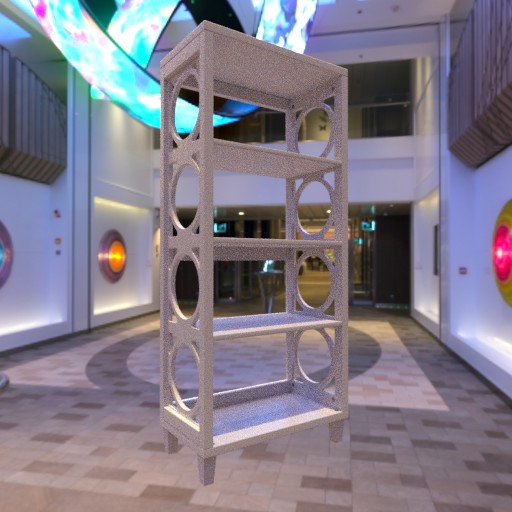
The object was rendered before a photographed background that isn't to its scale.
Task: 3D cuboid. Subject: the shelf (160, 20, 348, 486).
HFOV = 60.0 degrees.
[{"bbox_3d":[0.000,0.000,1.636,0.611,1.411,0.340,0,-1,-35],"label":"shelf"}]
